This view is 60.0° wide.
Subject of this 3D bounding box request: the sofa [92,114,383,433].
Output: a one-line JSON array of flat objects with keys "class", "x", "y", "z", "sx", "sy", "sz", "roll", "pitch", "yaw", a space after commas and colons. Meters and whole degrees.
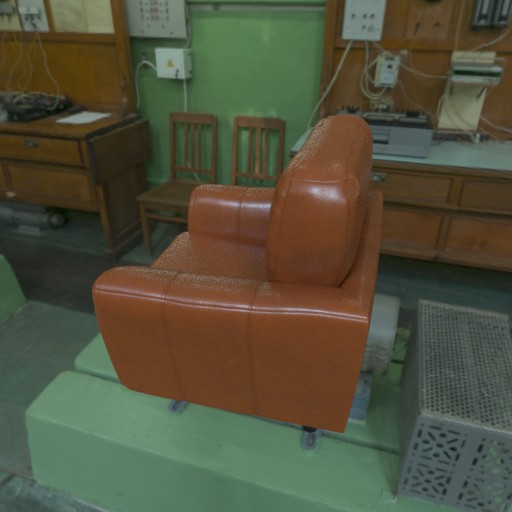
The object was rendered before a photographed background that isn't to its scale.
[{"class": "sofa", "x": 0.000, "y": 0.000, "z": 1.500, "sx": 0.789, "sy": 0.876, "sz": 0.836, "roll": 8, "pitch": 31, "yaw": 14}]
